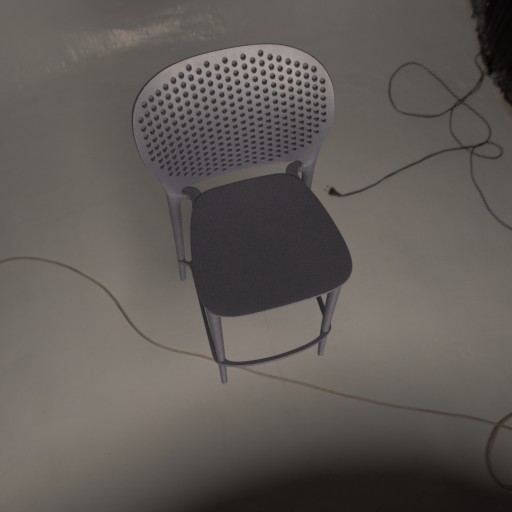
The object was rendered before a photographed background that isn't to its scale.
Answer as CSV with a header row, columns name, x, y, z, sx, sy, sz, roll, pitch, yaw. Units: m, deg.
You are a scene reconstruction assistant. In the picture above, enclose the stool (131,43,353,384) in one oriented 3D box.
name,x,y,z,sx,sy,sz,roll,pitch,yaw
stool,0.000,0.000,1.325,0.536,1.045,0.535,-14,66,-7
